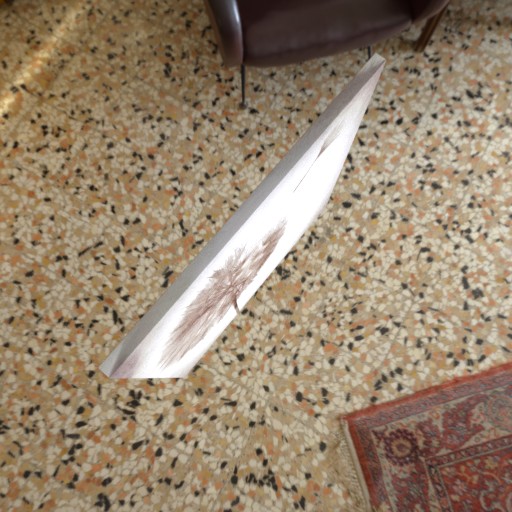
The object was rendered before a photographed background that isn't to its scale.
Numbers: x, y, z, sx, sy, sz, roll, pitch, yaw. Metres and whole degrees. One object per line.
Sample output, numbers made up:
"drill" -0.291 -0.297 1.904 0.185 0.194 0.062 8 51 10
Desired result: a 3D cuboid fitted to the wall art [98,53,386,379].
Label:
"wall art" 0.000 0.000 1.144 0.027 0.762 0.762 38 78 10
